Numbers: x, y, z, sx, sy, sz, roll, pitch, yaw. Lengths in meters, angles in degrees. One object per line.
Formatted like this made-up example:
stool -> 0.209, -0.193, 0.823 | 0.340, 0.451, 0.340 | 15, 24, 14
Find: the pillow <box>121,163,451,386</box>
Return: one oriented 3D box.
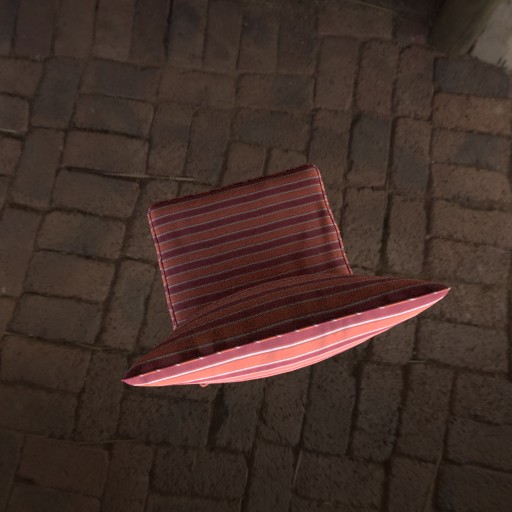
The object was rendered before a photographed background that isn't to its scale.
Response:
pillow -> 0.000, 0.000, 1.419 | 0.799, 0.723, 0.733 | -15, 77, -4
